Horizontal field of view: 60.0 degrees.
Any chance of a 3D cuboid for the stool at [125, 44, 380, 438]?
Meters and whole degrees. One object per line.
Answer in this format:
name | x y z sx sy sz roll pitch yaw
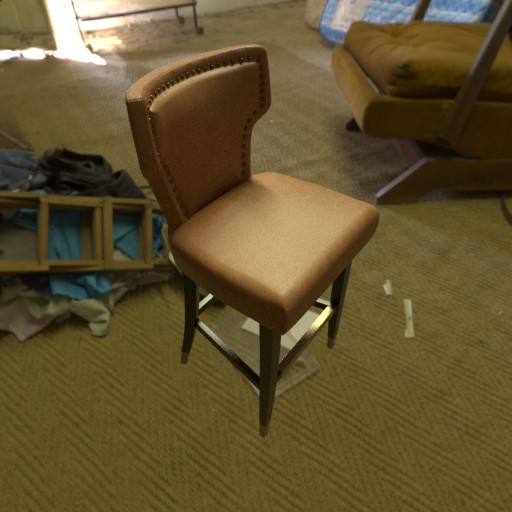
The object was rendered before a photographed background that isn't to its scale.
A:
stool | 0.000 0.000 1.394 0.563 1.092 0.526 26 48 27
